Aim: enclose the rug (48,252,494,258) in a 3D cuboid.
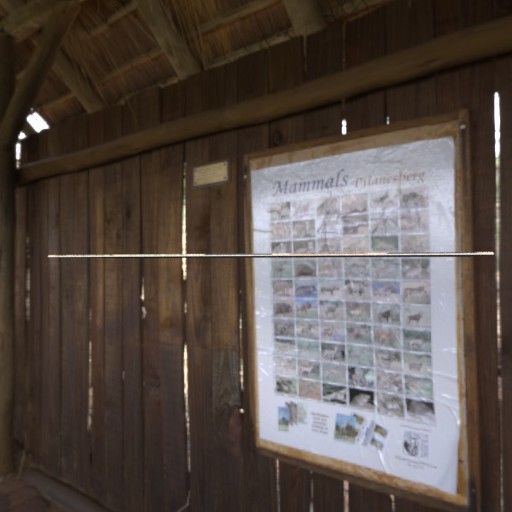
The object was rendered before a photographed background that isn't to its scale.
[{"bbox_3d":[0.000,0.000,2.505,2.287,0.011,0.687,0,-1,18],"label":"rug"}]
